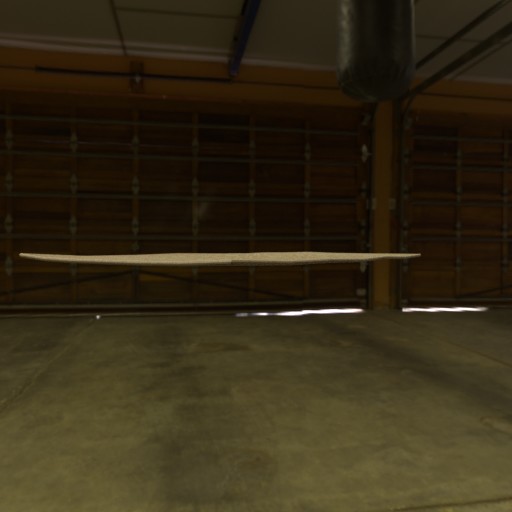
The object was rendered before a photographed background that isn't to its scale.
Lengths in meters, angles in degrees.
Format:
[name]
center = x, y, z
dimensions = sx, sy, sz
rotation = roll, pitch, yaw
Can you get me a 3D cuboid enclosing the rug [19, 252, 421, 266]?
[rug]
center = 0.000, 0.000, 3.034
dimensions = 1.553, 0.053, 2.430
rotation = 1, 2, 36
